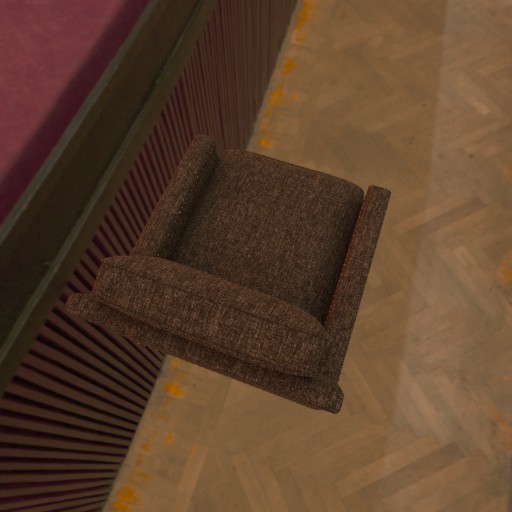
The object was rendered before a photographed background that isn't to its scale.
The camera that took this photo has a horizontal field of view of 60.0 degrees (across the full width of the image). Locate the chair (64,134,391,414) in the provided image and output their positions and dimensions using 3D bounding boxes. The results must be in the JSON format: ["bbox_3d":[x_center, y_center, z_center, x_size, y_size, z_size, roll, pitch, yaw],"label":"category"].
[{"bbox_3d":[0.000,0.000,1.737,0.853,0.943,1.014,18,66,8],"label":"chair"}]
